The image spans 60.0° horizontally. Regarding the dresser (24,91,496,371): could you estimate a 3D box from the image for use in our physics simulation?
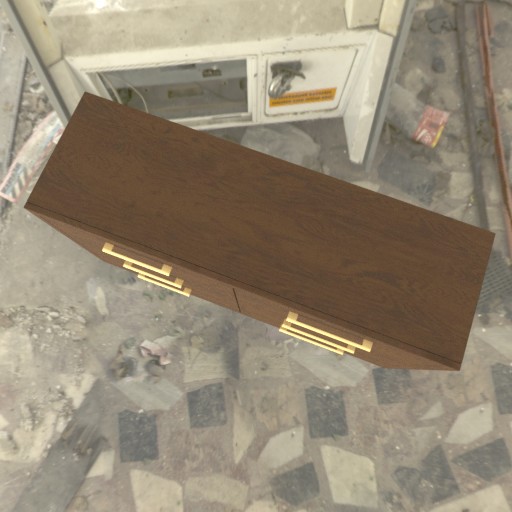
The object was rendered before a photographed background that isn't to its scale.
[{"bbox_3d":[0.000,0.000,1.921,1.523,0.889,0.512,20,77,5],"label":"dresser"}]
